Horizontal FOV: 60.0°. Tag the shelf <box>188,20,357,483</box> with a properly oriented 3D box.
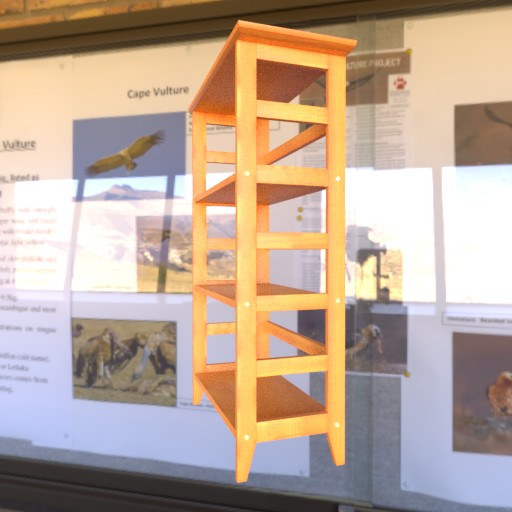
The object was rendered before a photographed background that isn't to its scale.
[{"bbox_3d":[0.000,0.000,1.362,0.305,1.067,0.660,0,1,-19],"label":"shelf"}]
